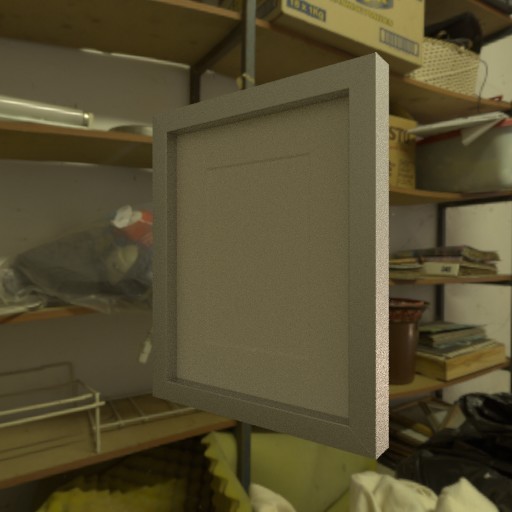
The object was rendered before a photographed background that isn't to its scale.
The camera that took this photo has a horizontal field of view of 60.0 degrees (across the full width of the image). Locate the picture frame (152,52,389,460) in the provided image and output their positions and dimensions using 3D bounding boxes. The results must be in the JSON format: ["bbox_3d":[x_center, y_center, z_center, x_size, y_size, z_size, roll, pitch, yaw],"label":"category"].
[{"bbox_3d":[0.000,0.000,0.390,0.233,0.282,0.036,0,0,37],"label":"picture frame"}]
